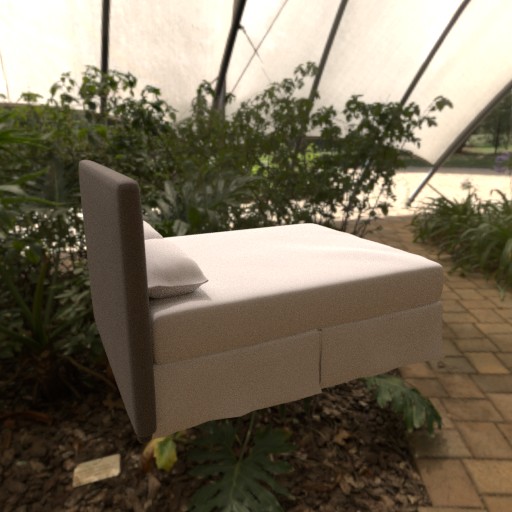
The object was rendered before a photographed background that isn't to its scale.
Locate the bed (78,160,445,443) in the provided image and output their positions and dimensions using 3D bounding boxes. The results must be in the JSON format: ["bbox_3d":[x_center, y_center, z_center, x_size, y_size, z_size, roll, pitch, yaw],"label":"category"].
[{"bbox_3d":[0.000,0.000,3.166,2.142,1.330,1.723,-8,17,-25],"label":"bed"}]
